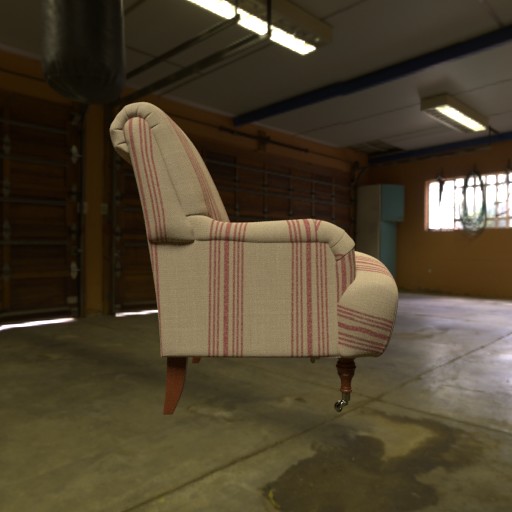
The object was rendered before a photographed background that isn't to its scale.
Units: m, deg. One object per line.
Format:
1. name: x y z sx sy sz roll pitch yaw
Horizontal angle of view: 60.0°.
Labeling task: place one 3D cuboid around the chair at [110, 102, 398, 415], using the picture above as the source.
1. chair: 0.000 0.000 1.949 1.058 1.123 0.933 0 1 0
